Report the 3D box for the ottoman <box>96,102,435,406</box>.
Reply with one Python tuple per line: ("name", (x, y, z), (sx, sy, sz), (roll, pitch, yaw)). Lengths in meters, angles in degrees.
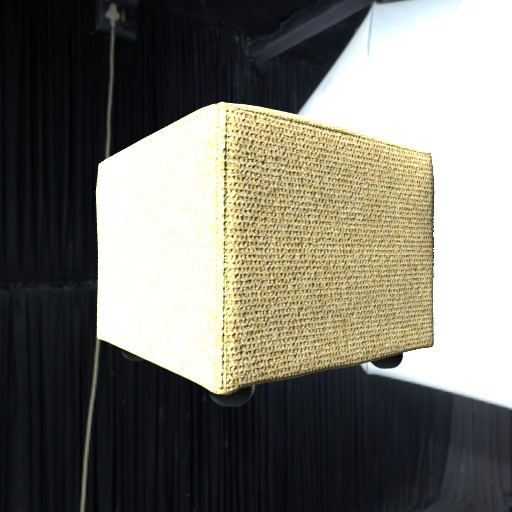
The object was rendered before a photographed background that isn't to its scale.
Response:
("ottoman", (0.000, 0.000, 0.905), (0.505, 0.441, 0.512), (0, 0, -37))
